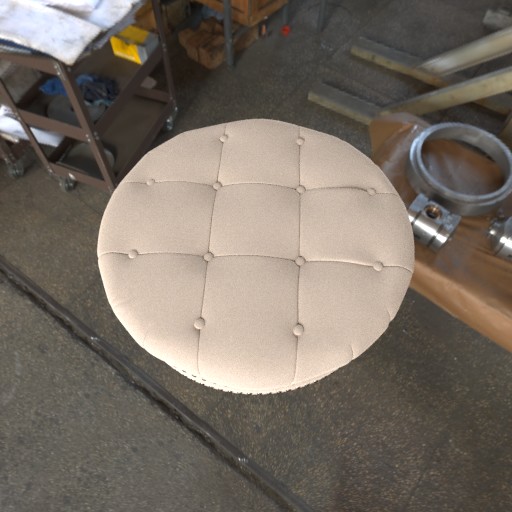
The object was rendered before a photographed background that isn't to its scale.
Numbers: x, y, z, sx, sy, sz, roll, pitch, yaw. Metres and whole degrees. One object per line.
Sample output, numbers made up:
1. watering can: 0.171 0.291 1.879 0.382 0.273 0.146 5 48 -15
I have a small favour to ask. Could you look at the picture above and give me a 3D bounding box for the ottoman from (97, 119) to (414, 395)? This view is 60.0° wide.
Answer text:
1. ottoman: 0.000 0.000 1.409 0.901 0.439 0.901 0 60 0
